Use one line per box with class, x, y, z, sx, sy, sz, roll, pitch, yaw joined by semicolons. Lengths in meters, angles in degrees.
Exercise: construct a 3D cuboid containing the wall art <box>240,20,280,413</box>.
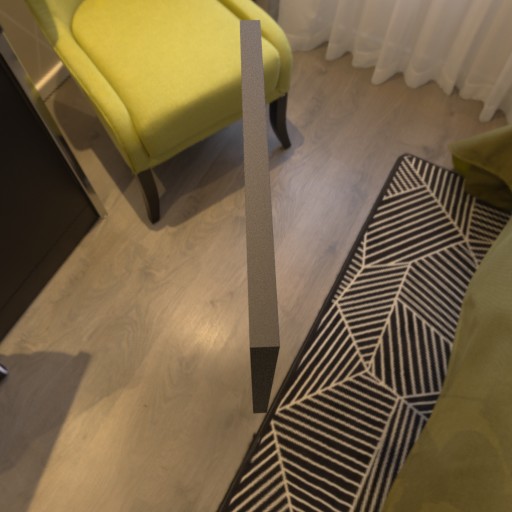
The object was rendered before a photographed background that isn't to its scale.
wall art;0.000;0.000;0.767;0.029;0.559;0.457;-2;64;-1
